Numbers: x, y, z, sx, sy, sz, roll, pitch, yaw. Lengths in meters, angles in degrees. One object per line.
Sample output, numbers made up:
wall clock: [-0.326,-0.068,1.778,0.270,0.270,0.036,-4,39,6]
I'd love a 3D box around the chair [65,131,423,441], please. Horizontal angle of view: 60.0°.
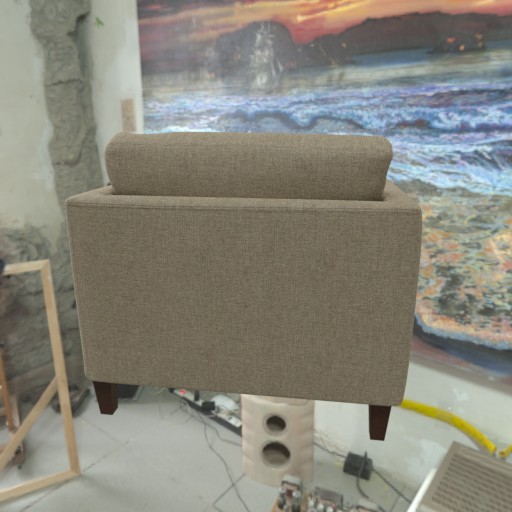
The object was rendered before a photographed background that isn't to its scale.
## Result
chair: [0.000,0.000,1.818,1.107,0.987,0.959,2,16,8]
